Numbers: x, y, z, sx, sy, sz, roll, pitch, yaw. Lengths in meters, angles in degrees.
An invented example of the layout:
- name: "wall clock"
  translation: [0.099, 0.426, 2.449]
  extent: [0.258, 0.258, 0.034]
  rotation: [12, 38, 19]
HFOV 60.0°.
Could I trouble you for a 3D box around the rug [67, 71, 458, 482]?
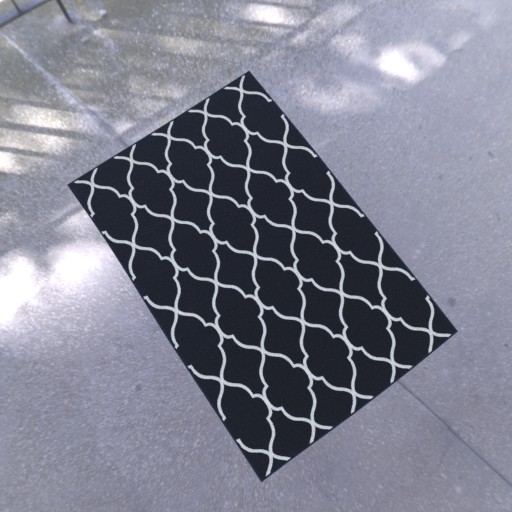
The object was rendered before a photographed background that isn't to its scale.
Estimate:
- name: "rug"
  translation: [0.000, 0.000, 2.899]
  extent: [1.526, 0.014, 2.290]
  rotation: [-35, 80, -7]
